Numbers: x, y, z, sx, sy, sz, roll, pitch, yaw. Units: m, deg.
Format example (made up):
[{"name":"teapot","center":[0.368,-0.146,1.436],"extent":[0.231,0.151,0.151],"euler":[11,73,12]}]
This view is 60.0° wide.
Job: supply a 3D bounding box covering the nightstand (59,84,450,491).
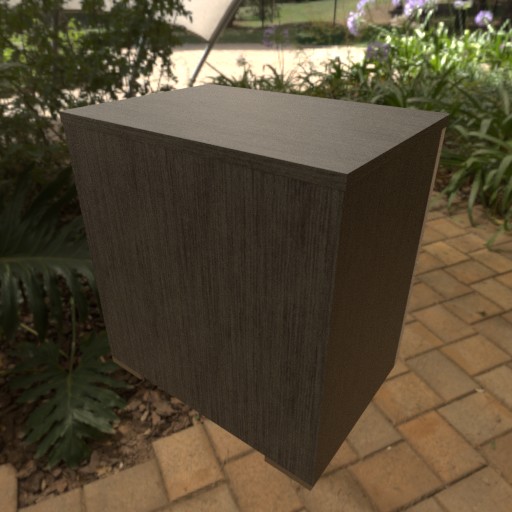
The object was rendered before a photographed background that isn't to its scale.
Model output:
[{"name":"nightstand","center":[0.000,0.000,0.728],"extent":[0.441,0.460,0.325],"euler":[20,35,31]}]
